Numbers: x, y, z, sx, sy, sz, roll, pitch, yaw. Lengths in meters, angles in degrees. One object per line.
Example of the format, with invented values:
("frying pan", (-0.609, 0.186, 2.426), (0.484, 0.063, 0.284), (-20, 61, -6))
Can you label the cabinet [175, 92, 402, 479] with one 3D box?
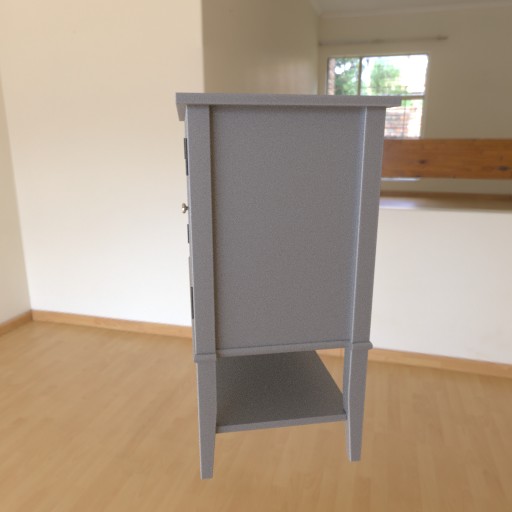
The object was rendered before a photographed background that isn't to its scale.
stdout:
("cabinet", (0.000, 0.000, 1.236), (0.396, 0.780, 0.801), (-2, 15, -9))
